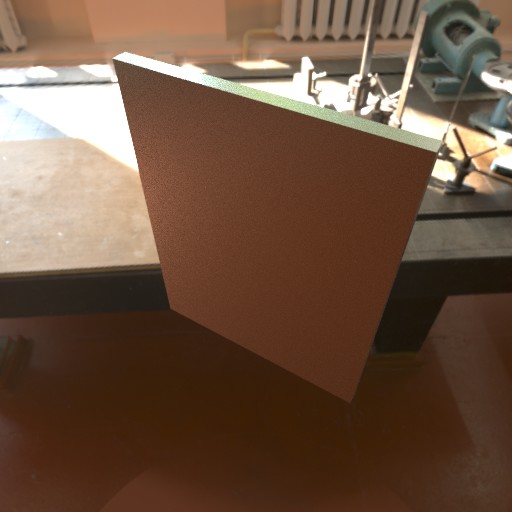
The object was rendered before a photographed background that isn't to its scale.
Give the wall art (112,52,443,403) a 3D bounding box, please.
[{"bbox_3d":[0.000,0.000,0.743,0.444,0.569,0.025,24,51,21],"label":"wall art"}]
